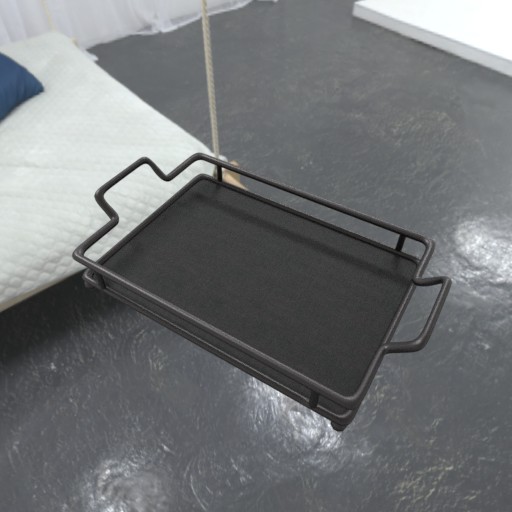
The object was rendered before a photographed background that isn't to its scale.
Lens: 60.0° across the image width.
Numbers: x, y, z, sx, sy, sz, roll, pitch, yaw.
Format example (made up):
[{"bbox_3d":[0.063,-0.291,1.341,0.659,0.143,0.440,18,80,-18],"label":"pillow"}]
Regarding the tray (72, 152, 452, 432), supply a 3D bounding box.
[{"bbox_3d":[0.000,0.000,0.627,0.495,0.101,0.297,24,51,21],"label":"tray"}]
